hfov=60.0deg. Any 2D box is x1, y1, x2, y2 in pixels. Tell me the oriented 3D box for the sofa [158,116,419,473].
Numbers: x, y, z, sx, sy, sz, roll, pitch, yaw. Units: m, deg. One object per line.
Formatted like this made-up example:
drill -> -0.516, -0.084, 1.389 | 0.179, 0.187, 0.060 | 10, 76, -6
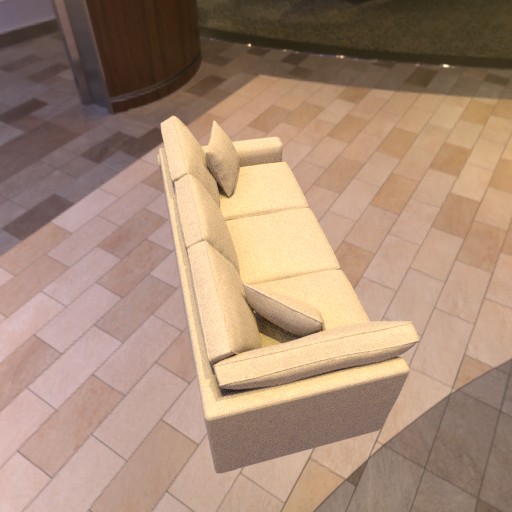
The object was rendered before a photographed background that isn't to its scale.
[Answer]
sofa -> 0.000, 0.000, 2.964 | 1.061, 0.962, 2.317 | -10, 47, -10
